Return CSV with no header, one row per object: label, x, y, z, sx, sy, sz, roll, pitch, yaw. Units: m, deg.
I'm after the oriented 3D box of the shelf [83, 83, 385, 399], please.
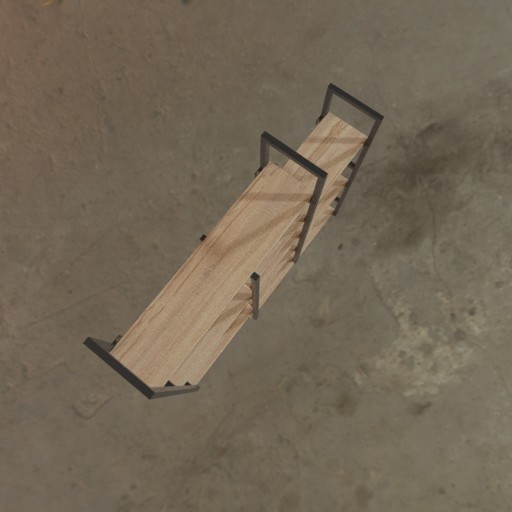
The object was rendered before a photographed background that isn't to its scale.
shelf,0.000,0.000,1.442,0.183,0.921,0.946,36,77,10
